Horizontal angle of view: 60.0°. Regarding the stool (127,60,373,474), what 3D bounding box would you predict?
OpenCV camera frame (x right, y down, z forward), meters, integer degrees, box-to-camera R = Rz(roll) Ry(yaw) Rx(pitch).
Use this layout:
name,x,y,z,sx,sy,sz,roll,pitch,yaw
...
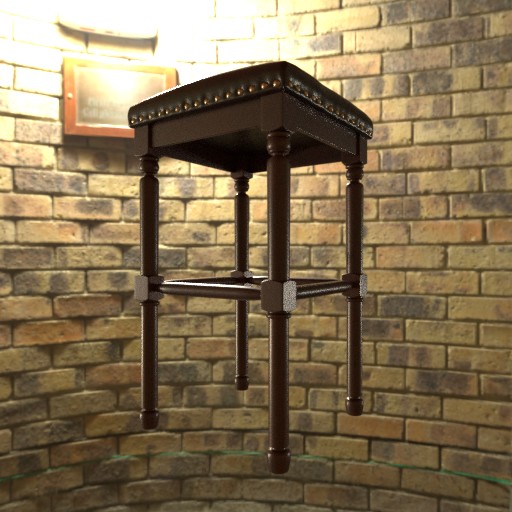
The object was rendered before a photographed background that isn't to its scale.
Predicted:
name,x,y,z,sx,sy,sz,roll,pitch,yaw
stool,0.000,0.000,0.949,0.383,0.702,0.382,0,0,35
